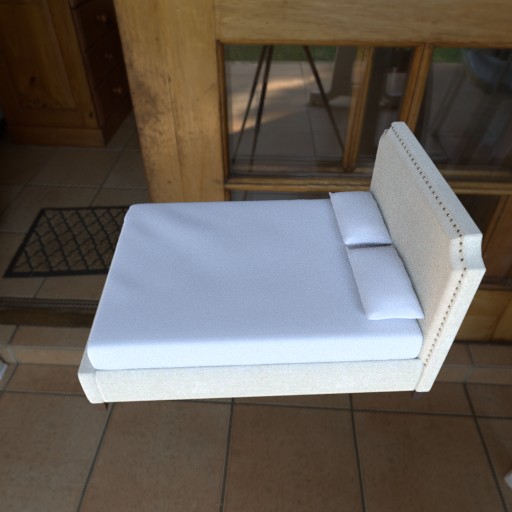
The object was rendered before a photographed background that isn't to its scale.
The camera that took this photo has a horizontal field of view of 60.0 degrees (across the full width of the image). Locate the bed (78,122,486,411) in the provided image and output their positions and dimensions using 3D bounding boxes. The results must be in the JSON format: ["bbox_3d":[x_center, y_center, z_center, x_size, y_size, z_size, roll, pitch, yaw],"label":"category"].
[{"bbox_3d":[0.000,0.000,3.348,2.381,1.457,1.713,-2,41,-2],"label":"bed"}]
